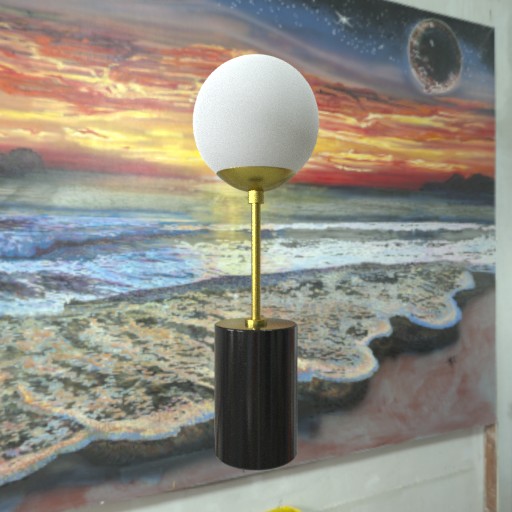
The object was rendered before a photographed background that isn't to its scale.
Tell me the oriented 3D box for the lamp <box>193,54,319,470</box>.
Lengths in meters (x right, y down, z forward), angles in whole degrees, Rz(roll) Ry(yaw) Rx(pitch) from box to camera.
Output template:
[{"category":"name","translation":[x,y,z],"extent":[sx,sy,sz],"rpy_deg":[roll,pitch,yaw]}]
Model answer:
[{"category":"lamp","translation":[0.000,0.000,0.545],"extent":[0.153,0.480,0.153],"rpy_deg":[0,0,0]}]
